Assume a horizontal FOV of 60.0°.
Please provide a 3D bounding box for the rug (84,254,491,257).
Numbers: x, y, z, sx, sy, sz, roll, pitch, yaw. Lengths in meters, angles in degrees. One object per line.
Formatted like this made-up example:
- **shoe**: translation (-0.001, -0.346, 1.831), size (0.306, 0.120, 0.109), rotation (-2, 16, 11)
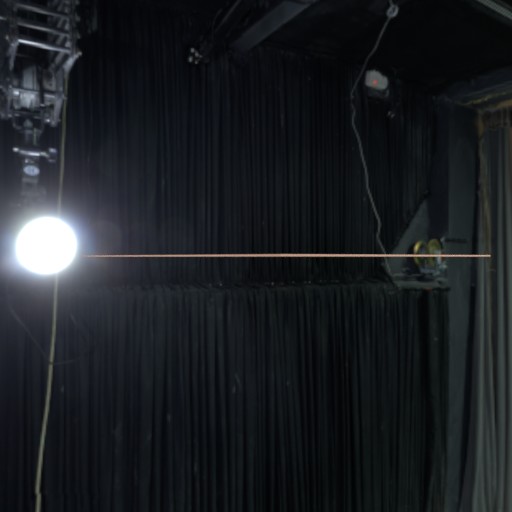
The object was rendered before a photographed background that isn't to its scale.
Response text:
- **rug**: translation (0.000, 0.000, 2.318), size (1.219, 0.008, 1.829), rotation (0, 0, -37)
